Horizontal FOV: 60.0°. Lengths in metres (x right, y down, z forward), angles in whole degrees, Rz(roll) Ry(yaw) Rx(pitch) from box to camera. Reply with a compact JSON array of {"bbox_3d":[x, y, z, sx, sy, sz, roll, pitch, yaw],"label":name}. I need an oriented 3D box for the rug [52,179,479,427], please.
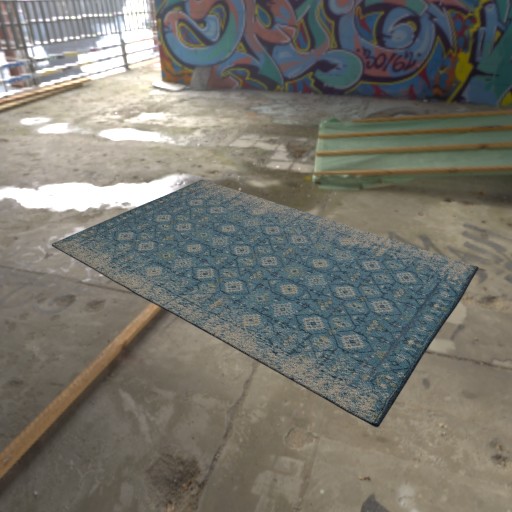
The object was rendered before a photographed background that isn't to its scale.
[{"bbox_3d":[0.000,0.000,2.958,2.449,0.015,1.530,22,38,31],"label":"rug"}]
